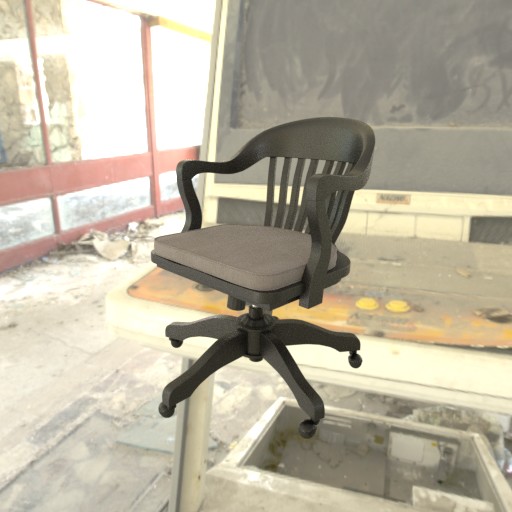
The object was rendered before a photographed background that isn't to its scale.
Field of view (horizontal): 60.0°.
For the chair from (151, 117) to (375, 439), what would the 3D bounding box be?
[{"bbox_3d":[0.000,0.000,1.470,0.750,0.878,0.788,16,24,42],"label":"chair"}]
